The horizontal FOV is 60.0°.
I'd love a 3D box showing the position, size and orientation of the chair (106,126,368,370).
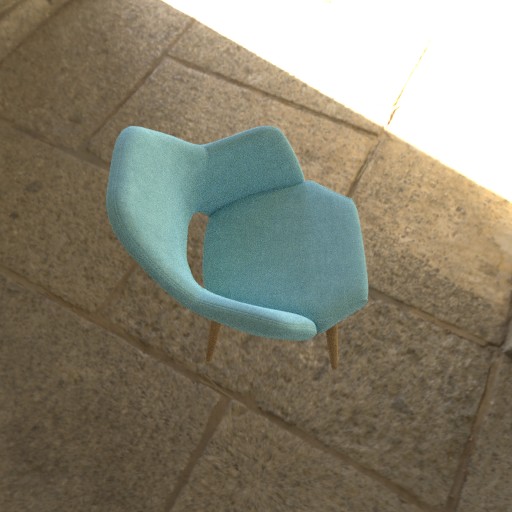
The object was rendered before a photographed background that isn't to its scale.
[{"bbox_3d":[0.000,0.000,1.284,0.610,0.840,0.590,-1,63,0],"label":"chair"}]
